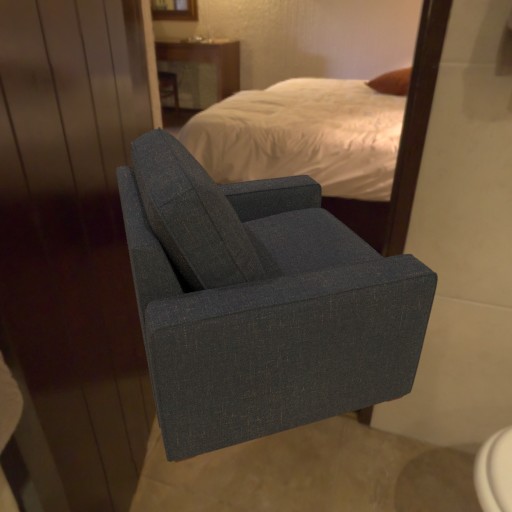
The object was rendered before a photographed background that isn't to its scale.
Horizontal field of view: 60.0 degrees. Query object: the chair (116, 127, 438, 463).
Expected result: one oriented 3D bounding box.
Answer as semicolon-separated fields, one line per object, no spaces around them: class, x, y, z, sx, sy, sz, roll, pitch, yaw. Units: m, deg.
chair;0.000;0.000;1.746;0.940;0.919;1.017;-9;31;-16
